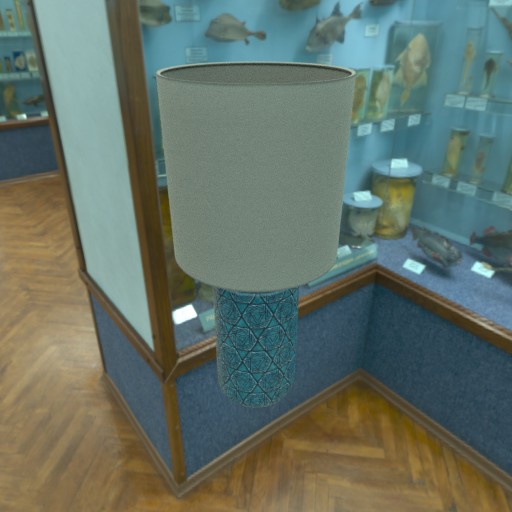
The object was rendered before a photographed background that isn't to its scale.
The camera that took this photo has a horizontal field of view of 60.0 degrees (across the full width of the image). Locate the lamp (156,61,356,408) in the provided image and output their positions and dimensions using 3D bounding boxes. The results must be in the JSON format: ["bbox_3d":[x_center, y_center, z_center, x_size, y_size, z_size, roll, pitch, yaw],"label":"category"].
[{"bbox_3d":[0.000,0.000,0.770,0.278,0.597,0.278,-18,34,-30],"label":"lamp"}]
